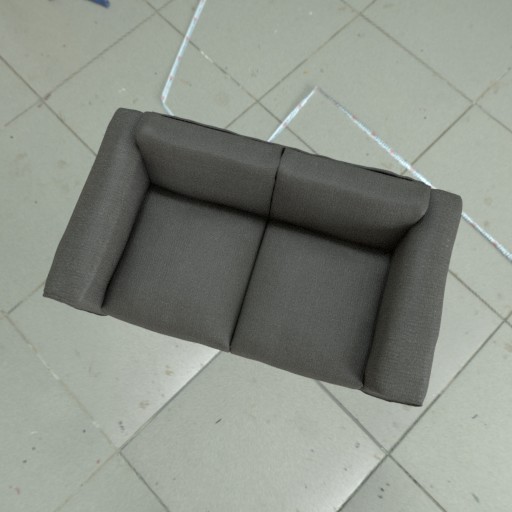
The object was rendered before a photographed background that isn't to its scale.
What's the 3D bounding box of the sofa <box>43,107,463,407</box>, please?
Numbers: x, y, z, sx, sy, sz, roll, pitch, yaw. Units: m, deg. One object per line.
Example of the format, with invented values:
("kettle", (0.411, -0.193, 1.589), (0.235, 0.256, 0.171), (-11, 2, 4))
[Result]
("sofa", (0.000, 0.000, 2.146), (1.690, 0.656, 0.960), (16, 75, 4))
